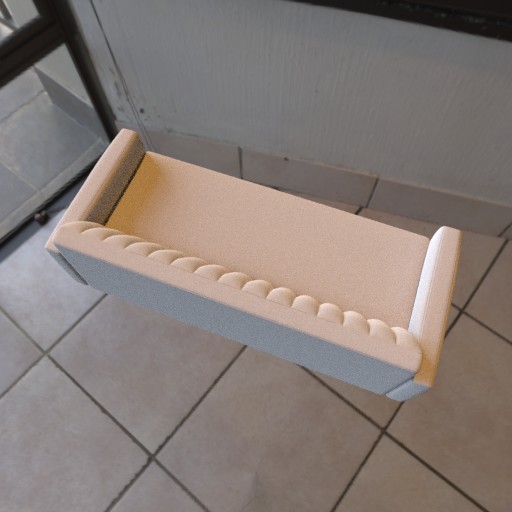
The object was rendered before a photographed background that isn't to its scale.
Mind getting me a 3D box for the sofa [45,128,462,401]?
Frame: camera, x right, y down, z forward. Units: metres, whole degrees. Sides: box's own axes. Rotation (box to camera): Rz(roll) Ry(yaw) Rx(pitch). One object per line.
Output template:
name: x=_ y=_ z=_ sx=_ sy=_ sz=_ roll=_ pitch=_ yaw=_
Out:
sofa: x=0.000 y=0.000 z=2.765 sx=2.291 sy=0.821 sz=0.990 roll=19 pitch=65 yaw=9
